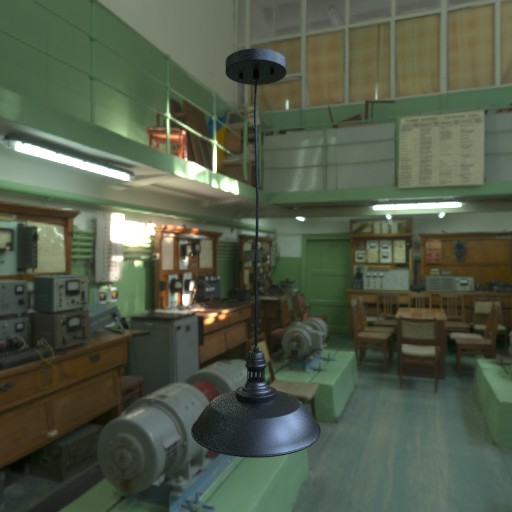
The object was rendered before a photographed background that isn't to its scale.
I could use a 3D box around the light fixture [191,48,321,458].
[{"bbox_3d":[0.000,0.000,1.140,0.331,0.993,0.331,0,0,18],"label":"light fixture"}]
